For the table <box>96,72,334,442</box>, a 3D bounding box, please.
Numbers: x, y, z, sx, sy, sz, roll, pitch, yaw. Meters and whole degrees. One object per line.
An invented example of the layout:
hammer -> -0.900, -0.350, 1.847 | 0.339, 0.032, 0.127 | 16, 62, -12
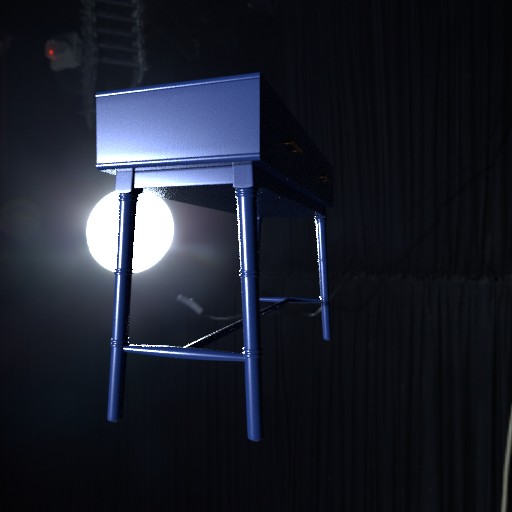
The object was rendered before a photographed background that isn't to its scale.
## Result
table -> 0.000, 0.000, 1.464 | 0.399, 0.749, 1.118 | 0, 1, 17
